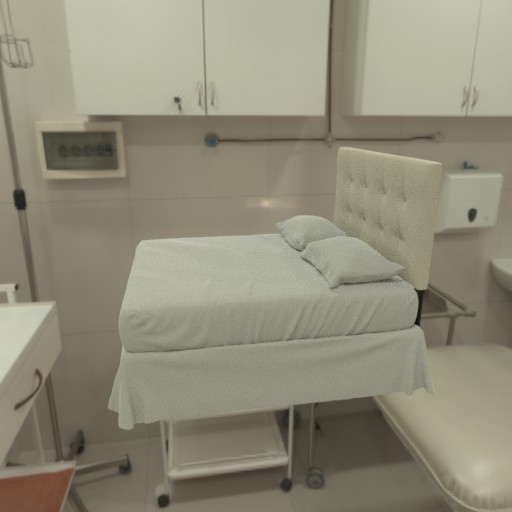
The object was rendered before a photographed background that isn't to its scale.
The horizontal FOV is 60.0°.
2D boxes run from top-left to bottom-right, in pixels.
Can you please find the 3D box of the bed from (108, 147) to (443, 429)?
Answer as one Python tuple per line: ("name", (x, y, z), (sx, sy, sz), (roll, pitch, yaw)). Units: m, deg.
("bed", (0.000, 0.000, 3.526), (2.222, 1.577, 1.936), (-3, 18, -10))
